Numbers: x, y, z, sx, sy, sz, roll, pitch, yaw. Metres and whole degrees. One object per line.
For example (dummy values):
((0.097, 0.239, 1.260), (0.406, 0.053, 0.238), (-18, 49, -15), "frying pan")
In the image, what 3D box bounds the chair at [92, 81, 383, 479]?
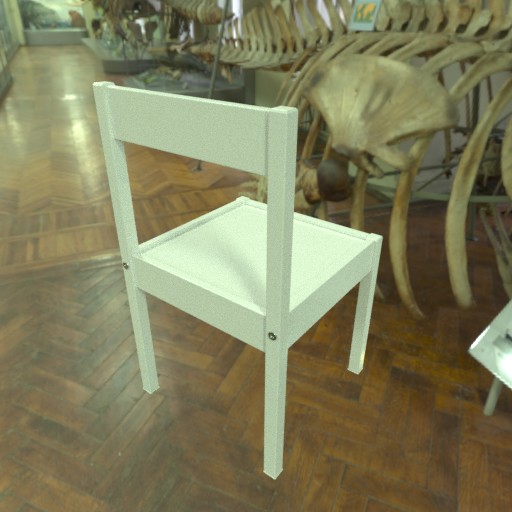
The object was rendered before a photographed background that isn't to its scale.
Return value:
((0.000, 0.000, 0.679), (0.285, 0.505, 0.285), (20, 35, 32), "chair")
